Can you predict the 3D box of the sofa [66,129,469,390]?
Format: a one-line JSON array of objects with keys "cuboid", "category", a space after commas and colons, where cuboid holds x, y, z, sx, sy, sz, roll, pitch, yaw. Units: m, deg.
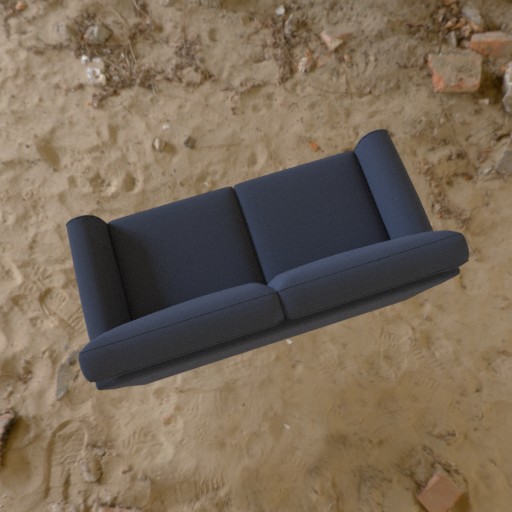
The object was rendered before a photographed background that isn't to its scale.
[{"cuboid": [0.000, 0.000, 2.510, 1.930, 1.020, 0.940, -17, 76, -4], "category": "sofa"}]
